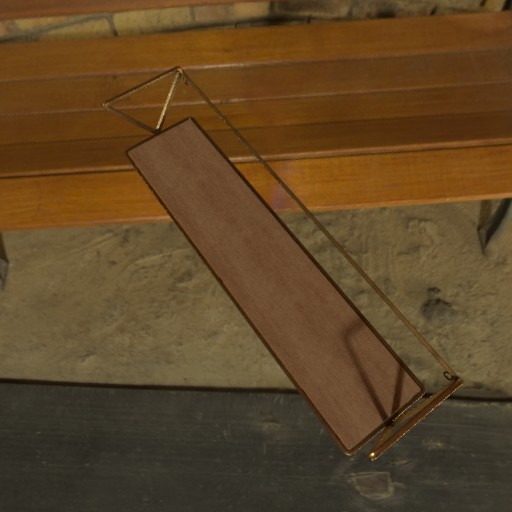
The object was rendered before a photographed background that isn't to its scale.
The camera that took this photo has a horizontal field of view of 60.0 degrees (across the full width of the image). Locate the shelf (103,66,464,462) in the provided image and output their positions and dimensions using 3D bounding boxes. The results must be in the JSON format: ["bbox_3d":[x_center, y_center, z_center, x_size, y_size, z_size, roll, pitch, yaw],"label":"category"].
[{"bbox_3d":[0.000,0.000,0.722,0.150,0.229,0.645,-33,69,-15],"label":"shelf"}]
